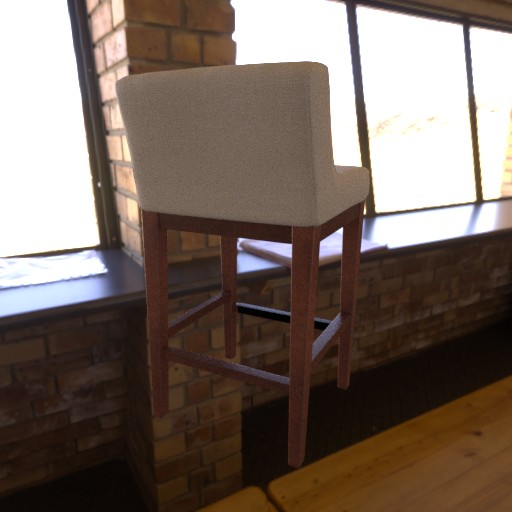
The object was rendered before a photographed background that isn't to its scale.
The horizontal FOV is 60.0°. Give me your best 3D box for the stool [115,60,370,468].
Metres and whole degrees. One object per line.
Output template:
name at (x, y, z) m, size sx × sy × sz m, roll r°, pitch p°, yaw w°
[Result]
stool at (0.000, 0.000, 1.242) m, size 0.511 × 0.937 × 0.500 m, roll 8°, pitch 17°, yaw 27°
